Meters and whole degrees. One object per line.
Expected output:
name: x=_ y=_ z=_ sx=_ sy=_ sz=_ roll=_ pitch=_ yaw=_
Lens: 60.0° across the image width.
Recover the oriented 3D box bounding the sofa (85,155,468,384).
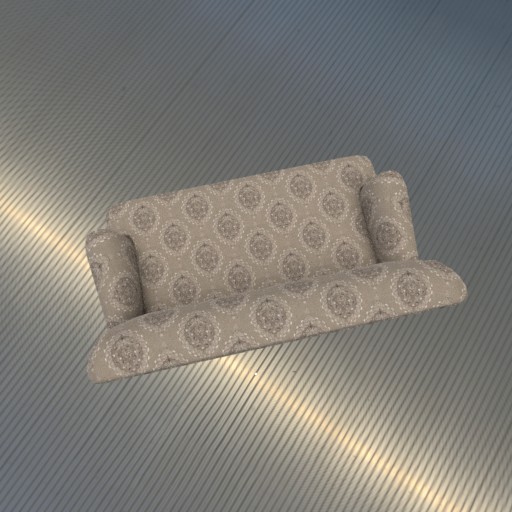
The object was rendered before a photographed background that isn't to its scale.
sofa: x=0.000 y=0.000 z=1.823 sx=1.297 sy=0.889 sz=0.779 roll=-12 pitch=75 yaw=-3
